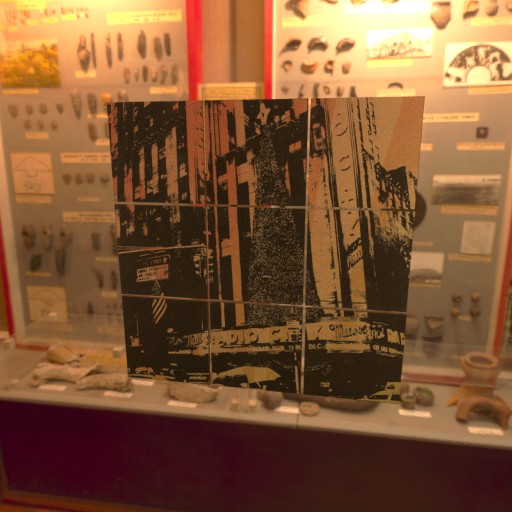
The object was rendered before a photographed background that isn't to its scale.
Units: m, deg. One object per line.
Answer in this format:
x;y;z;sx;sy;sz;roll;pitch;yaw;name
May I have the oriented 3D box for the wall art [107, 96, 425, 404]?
0.000;0.000;1.818;1.216;1.216;0.013;3;14;10;wall art
